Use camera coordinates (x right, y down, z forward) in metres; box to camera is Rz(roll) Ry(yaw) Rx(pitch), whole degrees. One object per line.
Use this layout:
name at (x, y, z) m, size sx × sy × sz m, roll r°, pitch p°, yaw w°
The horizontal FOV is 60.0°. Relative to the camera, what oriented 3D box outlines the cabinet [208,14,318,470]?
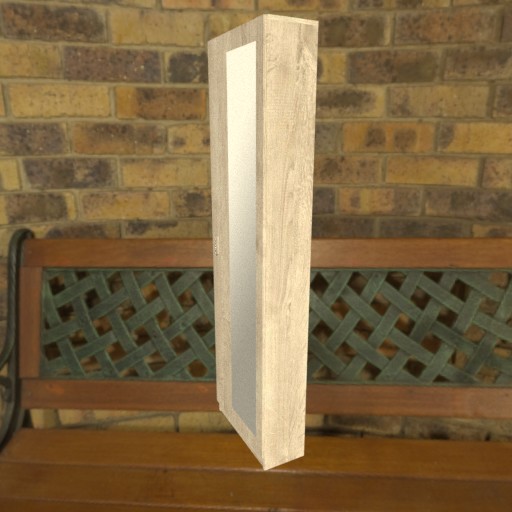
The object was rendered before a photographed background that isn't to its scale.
cabinet at (0.000, 0.000, 1.944) m, size 0.230 × 1.790 × 0.500 m, roll -8°, pitch 17°, yaw -27°
